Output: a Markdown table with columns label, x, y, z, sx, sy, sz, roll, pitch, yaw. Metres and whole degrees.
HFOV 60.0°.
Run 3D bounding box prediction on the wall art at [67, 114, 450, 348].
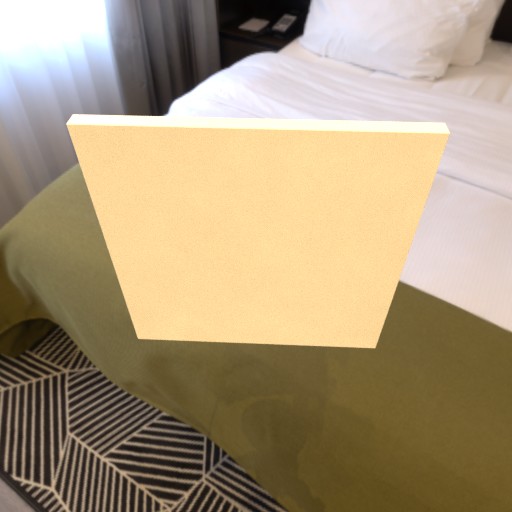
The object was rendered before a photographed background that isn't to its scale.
| label | x | y | z | sx | sy | sz | roll | pitch | yaw |
| --- | --- | --- | --- | --- | --- | --- | --- | --- | --- |
| wall art | 0.000 | 0.000 | 1.163 | 0.762 | 0.762 | 0.040 | 2 | 46 | 2 |
